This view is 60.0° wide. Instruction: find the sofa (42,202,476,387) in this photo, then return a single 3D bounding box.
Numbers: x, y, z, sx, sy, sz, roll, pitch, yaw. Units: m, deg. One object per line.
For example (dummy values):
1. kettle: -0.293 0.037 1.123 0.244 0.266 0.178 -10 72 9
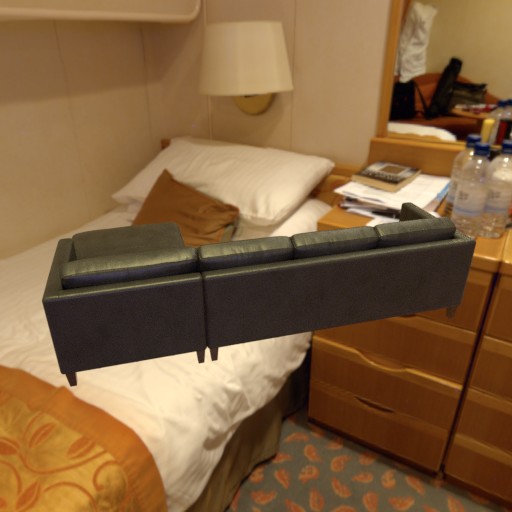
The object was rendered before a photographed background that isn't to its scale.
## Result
1. sofa: 0.000 0.000 3.932 3.203 0.883 1.581 -7 28 -14
